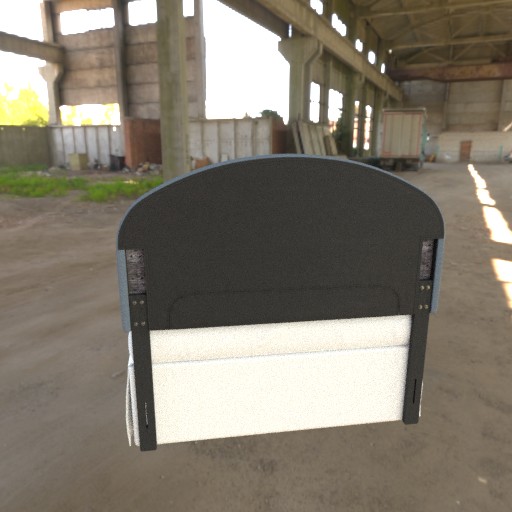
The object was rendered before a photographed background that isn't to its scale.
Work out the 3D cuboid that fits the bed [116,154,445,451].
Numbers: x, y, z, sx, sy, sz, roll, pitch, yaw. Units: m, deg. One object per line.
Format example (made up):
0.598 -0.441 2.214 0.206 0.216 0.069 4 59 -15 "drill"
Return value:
0.000 0.000 3.037 1.607 1.410 2.005 -2 14 -9 "bed"
